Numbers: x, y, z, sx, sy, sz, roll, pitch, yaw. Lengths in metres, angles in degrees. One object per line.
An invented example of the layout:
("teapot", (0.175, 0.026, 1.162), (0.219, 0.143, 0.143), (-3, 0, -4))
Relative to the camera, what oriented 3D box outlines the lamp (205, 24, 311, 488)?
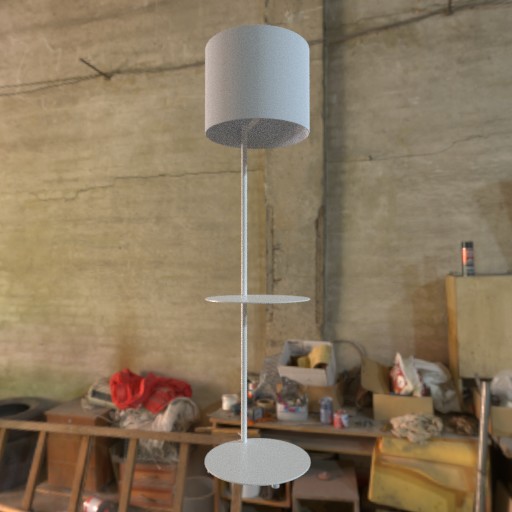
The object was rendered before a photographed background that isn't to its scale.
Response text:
("lamp", (0.000, 0.000, 1.592), (0.372, 1.465, 0.405), (0, -1, -19))
